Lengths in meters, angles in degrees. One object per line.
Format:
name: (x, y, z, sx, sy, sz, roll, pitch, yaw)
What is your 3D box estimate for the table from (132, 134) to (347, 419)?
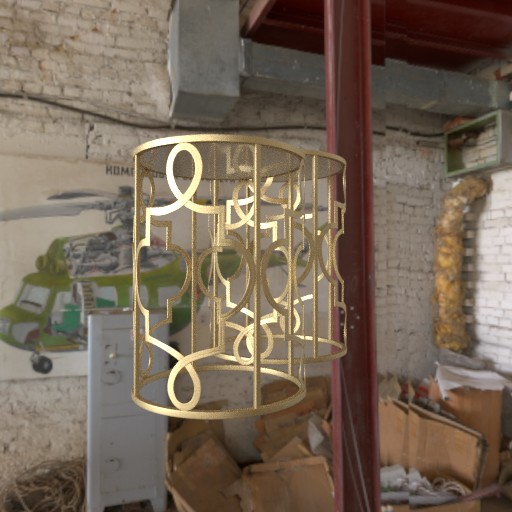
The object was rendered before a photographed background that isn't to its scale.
table: (0.000, 0.000, 1.162, 0.420, 0.564, 0.846, 0, -1, 18)
